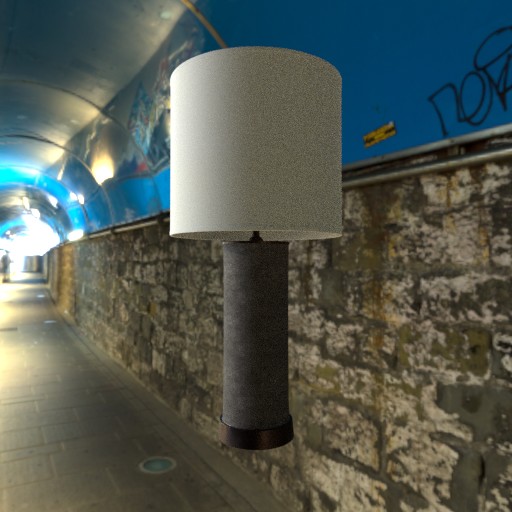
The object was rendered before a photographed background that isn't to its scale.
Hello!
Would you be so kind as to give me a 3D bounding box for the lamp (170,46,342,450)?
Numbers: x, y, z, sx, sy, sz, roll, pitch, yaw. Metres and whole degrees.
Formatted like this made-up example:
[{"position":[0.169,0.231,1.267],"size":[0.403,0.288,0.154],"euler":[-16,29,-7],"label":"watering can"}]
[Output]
[{"position":[0.000,0.000,0.787],"size":[0.301,0.630,0.301],"euler":[0,-1,-17],"label":"lamp"}]
